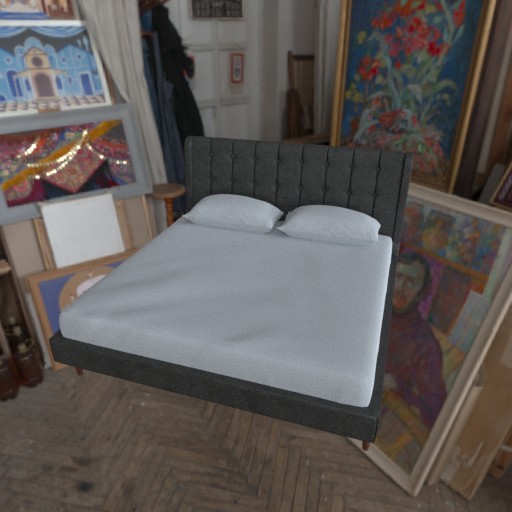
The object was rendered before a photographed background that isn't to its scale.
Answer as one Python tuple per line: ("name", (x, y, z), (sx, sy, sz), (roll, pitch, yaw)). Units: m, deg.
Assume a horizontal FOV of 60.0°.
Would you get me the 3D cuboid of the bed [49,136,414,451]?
("bed", (0.000, 0.000, 3.092), (1.903, 1.158, 2.031), (9, 28, 16))
